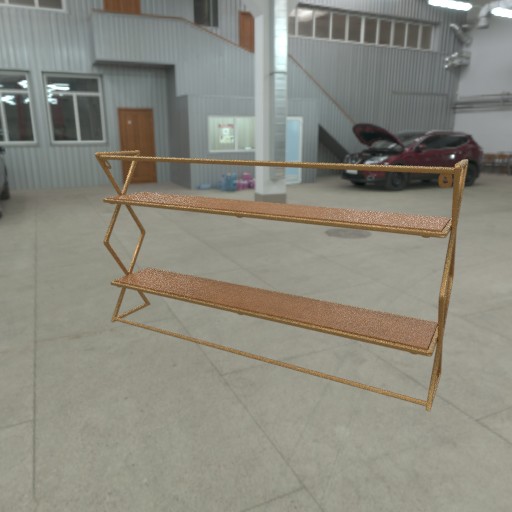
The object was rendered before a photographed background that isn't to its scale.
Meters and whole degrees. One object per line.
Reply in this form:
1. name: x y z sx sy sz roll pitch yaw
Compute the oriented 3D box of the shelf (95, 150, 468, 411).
1. shelf: 0.000 0.000 1.015 0.822 0.450 0.150 9 18 28
